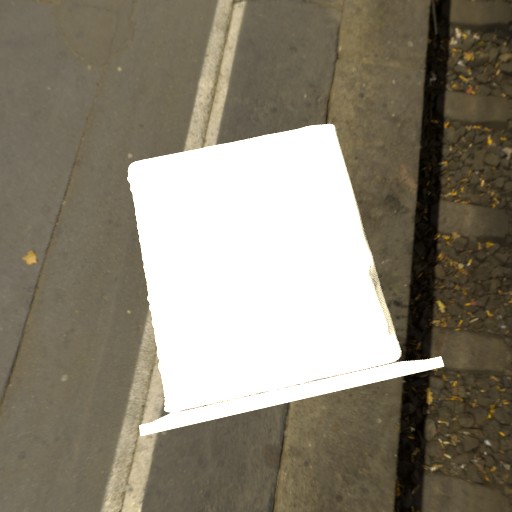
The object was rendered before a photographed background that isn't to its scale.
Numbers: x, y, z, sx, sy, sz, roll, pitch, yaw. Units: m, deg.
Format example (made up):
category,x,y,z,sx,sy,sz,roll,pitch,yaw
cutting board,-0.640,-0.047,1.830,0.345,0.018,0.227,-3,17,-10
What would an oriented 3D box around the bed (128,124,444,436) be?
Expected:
category,x,y,z,sx,sy,sz,roll,pitch,yaw
bed,0.000,0.000,3.199,1.876,1.269,2.047,-12,76,-3
